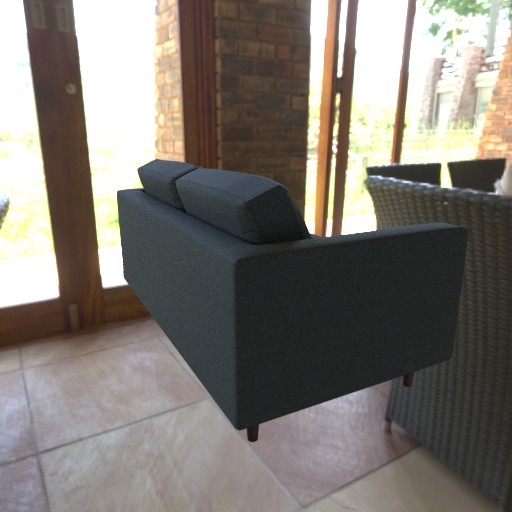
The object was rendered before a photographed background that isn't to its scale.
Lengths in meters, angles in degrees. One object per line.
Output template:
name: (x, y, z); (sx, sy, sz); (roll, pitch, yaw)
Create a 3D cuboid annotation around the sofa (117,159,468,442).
sofa: (0.000, 0.000, 2.200); (0.999, 0.907, 1.659); (-8, 18, -27)
